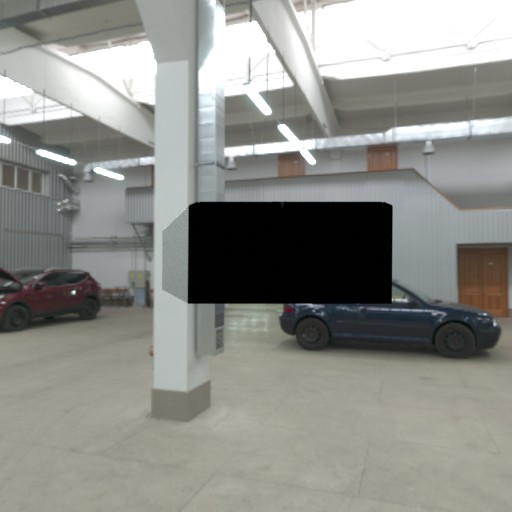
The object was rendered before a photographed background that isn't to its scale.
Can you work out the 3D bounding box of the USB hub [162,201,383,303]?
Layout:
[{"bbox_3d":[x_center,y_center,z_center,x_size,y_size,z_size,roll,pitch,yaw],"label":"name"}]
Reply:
[{"bbox_3d":[0.000,0.000,0.126,0.044,0.023,0.110,0,-2,-17],"label":"USB hub"}]
